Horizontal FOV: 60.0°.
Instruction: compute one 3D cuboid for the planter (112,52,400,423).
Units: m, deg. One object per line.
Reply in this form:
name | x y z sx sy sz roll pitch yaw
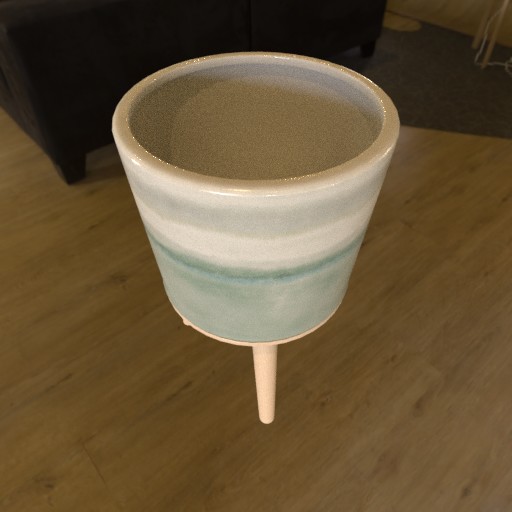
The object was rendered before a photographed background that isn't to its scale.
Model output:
planter | 0.000 0.000 0.559 0.265 0.404 0.265 -18 48 -17
